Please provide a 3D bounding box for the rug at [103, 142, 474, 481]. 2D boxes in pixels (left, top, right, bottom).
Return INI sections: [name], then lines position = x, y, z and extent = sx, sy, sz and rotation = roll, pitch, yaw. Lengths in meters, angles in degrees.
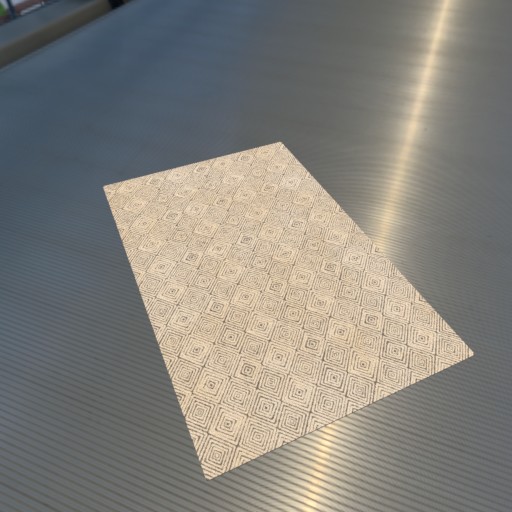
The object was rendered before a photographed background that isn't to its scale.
[rug]
position = 0.000, 0.000, 2.225
extent = 1.175, 0.008, 1.783
rotation = -18, 49, -17
